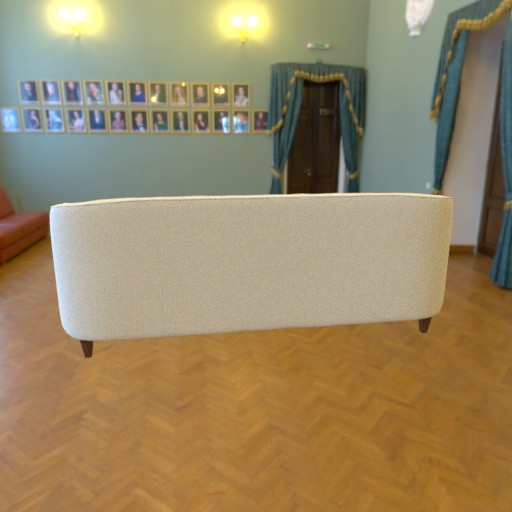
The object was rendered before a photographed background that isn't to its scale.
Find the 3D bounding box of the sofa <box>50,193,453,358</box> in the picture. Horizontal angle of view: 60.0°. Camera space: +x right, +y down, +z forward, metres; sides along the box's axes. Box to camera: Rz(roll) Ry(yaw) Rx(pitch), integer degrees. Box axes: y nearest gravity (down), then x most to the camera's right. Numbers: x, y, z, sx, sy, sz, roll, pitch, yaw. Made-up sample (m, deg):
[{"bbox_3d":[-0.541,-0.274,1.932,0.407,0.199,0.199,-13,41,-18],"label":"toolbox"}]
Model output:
[{"bbox_3d":[0.000,0.000,2.768,2.278,0.855,0.941,-2,15,-9],"label":"sofa"}]
